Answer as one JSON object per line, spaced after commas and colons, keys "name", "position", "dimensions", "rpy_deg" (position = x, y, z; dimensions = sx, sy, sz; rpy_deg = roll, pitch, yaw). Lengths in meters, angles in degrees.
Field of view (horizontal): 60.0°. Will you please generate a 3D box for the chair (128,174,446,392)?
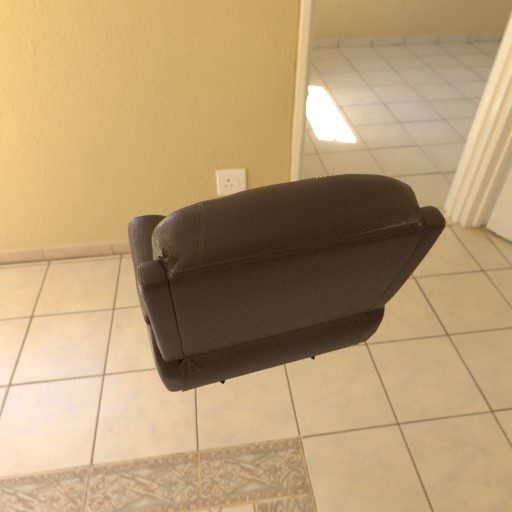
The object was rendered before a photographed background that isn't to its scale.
{"name": "chair", "position": [0.000, 0.000, 1.734], "dimensions": [0.930, 1.011, 0.899], "rpy_deg": [-12, 43, -13]}
